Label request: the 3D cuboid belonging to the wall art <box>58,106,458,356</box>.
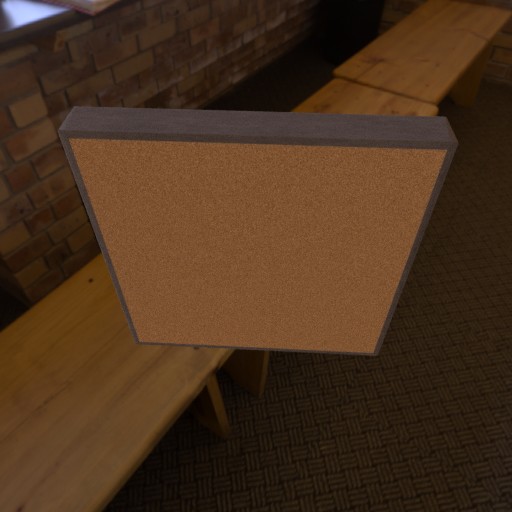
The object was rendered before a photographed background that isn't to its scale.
[{"bbox_3d":[0.000,0.000,0.456,0.303,0.302,0.038,2,47,2],"label":"wall art"}]
